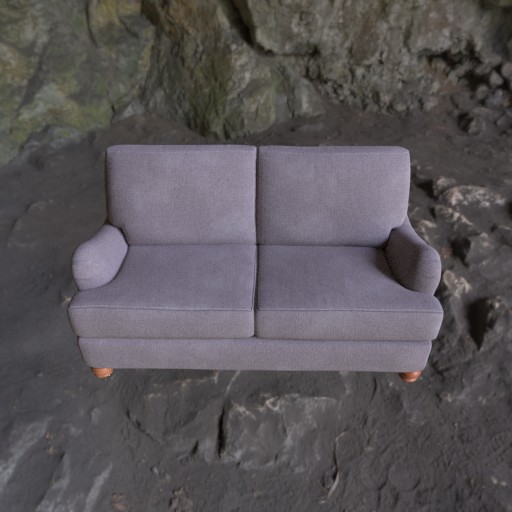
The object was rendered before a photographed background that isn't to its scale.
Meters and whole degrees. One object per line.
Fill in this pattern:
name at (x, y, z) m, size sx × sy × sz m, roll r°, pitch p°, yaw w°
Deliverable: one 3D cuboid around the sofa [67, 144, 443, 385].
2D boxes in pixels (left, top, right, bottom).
sofa at (0.000, 0.000, 2.527) m, size 1.853 × 1.101 × 1.084 m, roll 1°, pitch 31°, yaw 1°
